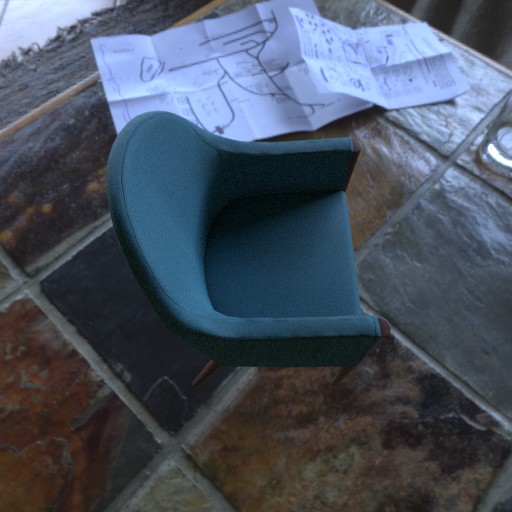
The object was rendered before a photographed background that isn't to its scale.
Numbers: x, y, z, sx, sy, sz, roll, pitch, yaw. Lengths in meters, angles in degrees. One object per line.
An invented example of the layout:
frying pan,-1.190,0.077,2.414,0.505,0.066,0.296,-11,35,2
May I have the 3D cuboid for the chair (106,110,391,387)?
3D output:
chair,0.000,0.000,1.362,0.652,0.907,0.656,0,62,0
